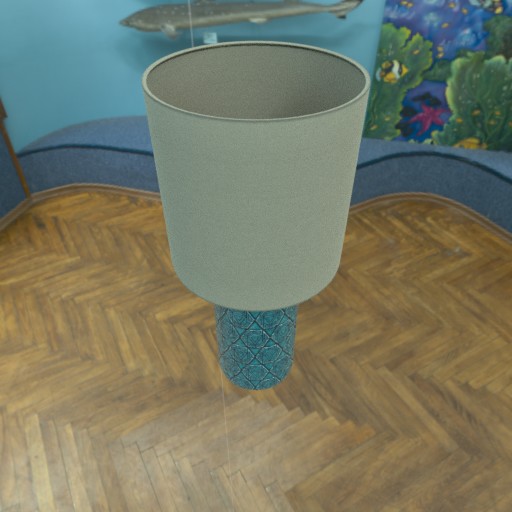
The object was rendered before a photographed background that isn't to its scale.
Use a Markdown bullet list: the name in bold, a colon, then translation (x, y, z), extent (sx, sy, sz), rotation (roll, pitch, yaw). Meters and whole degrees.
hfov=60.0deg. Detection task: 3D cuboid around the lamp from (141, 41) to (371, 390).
- **lamp**: translation (0.000, 0.000, 0.743), extent (0.278, 0.597, 0.278), rotation (12, 42, 13)
